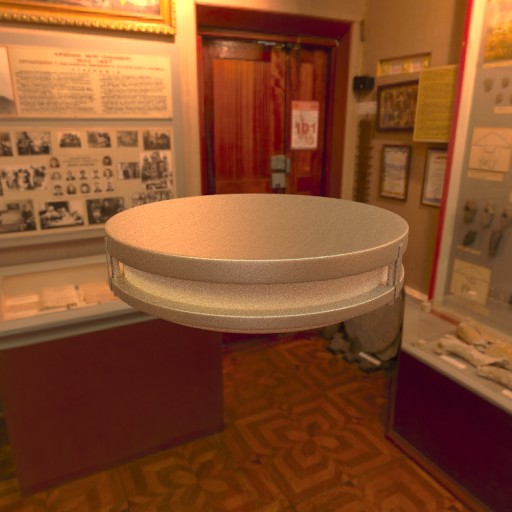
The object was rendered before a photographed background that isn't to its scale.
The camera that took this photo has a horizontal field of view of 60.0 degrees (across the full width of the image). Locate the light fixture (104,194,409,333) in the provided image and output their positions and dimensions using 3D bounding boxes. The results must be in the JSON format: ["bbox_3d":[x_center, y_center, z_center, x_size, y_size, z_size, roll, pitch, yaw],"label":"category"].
[{"bbox_3d":[0.000,0.000,0.557,0.356,0.102,0.356,0,17,0],"label":"light fixture"}]
